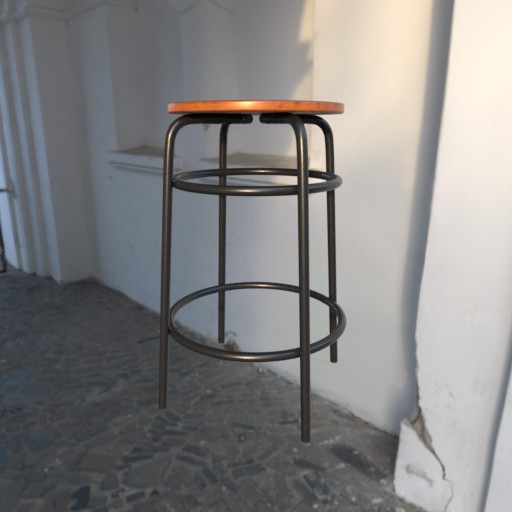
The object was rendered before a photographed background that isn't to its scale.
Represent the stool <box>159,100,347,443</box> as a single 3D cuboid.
[{"bbox_3d":[0.000,0.000,0.941,0.455,0.610,0.455,-8,18,-25],"label":"stool"}]
